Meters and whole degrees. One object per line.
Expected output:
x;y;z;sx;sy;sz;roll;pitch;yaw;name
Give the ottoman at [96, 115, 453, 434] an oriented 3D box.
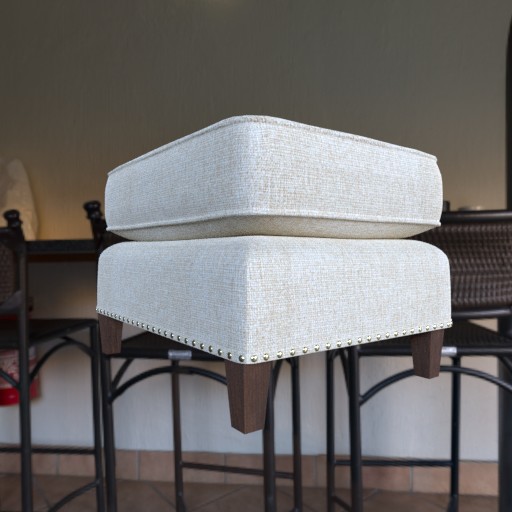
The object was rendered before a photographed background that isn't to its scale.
0.000;0.000;1.116;0.589;0.537;0.738;0;1;-36;ottoman
